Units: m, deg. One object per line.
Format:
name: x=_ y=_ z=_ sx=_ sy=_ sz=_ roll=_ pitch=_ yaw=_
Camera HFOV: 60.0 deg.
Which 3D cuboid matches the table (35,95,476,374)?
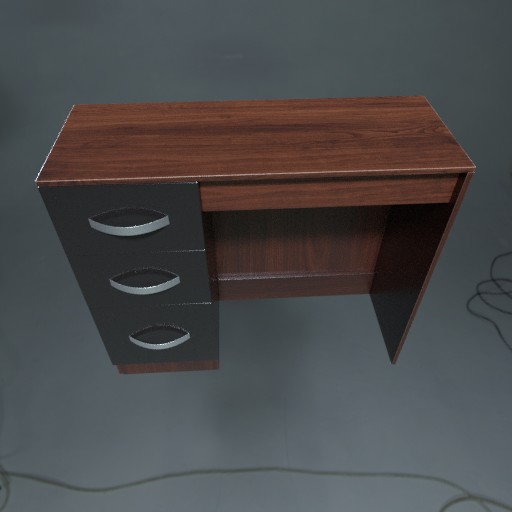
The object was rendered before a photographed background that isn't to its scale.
table: x=0.000 y=0.000 z=1.319 sx=0.930 sy=0.790 sz=0.380 roll=-2 pitch=45 yaw=-2
